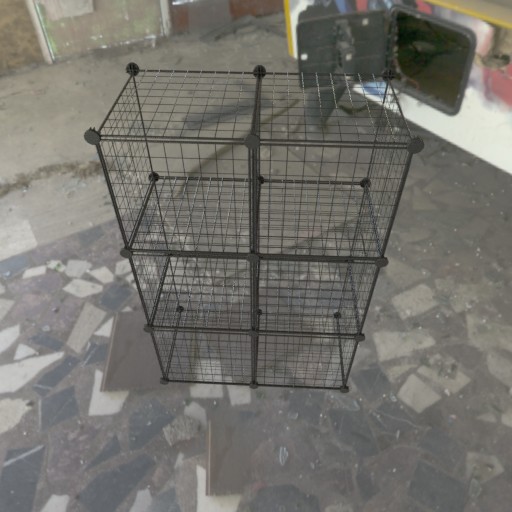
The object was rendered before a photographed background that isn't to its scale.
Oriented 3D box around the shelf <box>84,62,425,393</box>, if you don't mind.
[{"bbox_3d":[0.000,0.000,1.417,0.711,1.067,0.356,2,45,2],"label":"shelf"}]
